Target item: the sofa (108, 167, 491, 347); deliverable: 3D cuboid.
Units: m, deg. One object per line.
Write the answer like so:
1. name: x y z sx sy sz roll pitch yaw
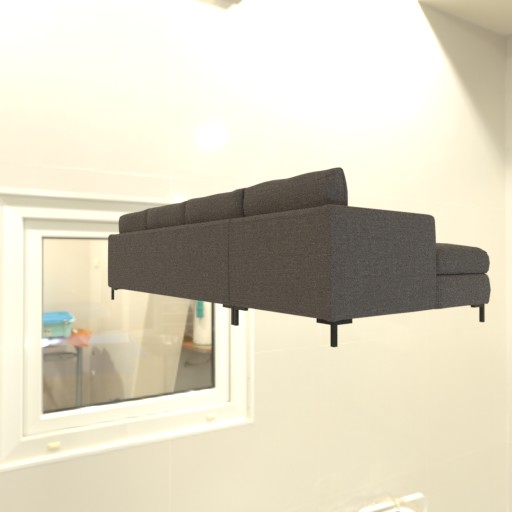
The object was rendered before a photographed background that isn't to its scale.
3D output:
1. sofa: 0.000 0.000 3.178 1.258 0.754 2.731 0 -1 -37
